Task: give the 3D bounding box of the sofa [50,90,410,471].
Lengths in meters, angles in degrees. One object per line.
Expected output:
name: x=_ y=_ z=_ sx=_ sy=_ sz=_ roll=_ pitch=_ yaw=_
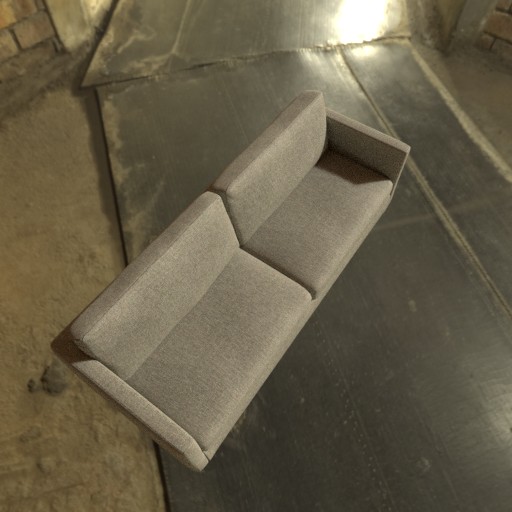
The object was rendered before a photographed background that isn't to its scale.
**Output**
sofa: x=0.000 y=0.000 z=2.880 sx=0.948 sy=0.951 sz=2.434 roll=31 pitch=63 yaw=18
